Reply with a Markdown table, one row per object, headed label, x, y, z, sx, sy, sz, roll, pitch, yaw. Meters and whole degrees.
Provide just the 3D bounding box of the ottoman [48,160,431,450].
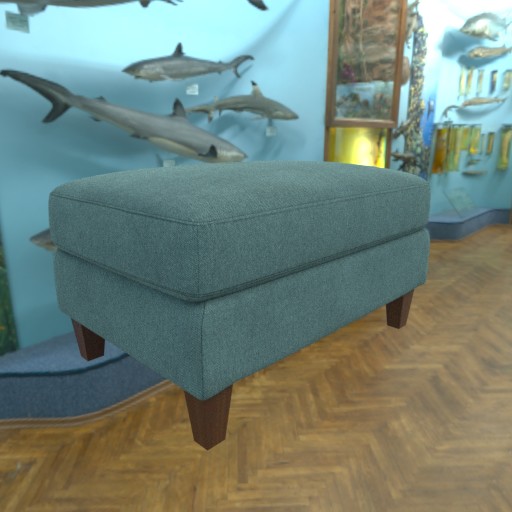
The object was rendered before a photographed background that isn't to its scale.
| label | x | y | z | sx | sy | sz | roll | pitch | yaw |
| --- | --- | --- | --- | --- | --- | --- | --- | --- | --- |
| ottoman | 0.000 | 0.000 | 1.173 | 0.584 | 0.483 | 0.864 | 14 | 21 | 42 |
